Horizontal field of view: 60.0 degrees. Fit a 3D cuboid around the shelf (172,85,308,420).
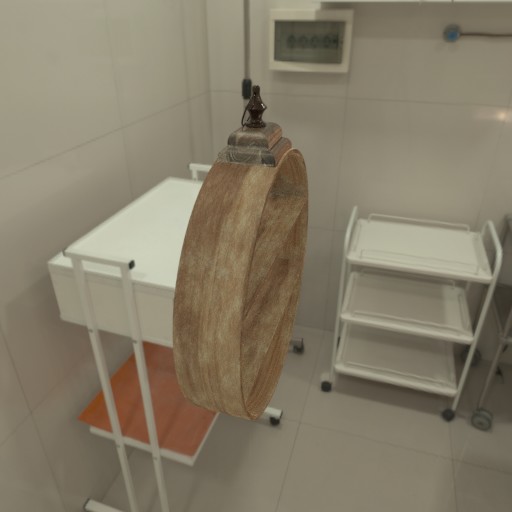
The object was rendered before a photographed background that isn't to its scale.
[{"bbox_3d":[0.000,0.000,0.996,0.125,0.725,0.601,9,31,15],"label":"shelf"}]
